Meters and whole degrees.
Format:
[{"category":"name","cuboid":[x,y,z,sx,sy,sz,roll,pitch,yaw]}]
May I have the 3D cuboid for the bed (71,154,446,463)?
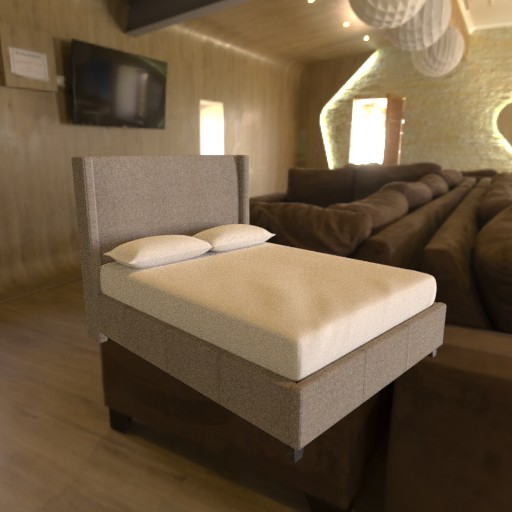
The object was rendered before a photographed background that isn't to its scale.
[{"category":"bed","cuboid":[0.000,0.000,3.342,2.245,1.476,1.714,13,18,43]}]
